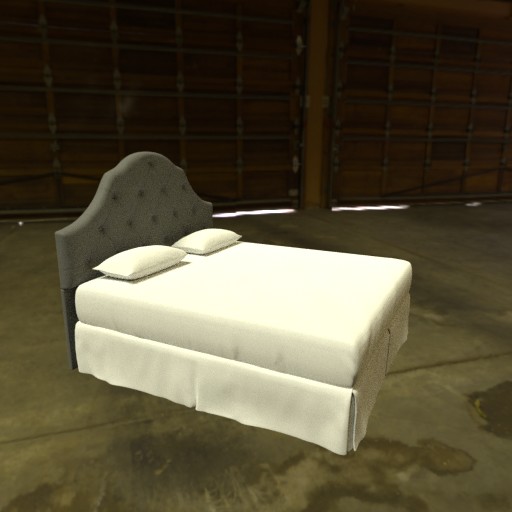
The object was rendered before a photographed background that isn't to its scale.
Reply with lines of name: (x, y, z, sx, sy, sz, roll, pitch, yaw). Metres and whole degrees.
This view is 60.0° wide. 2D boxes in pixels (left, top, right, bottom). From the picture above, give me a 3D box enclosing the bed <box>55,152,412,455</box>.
bed: (0.000, 0.000, 3.553, 2.214, 1.615, 2.008, 7, 16, 26)
